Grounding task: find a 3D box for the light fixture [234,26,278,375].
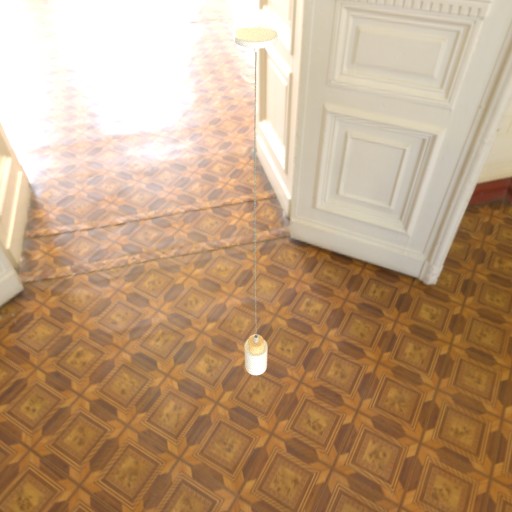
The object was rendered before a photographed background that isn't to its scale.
[{"bbox_3d":[0.000,0.000,1.896,0.125,1.798,0.125,22,50,20],"label":"light fixture"}]
